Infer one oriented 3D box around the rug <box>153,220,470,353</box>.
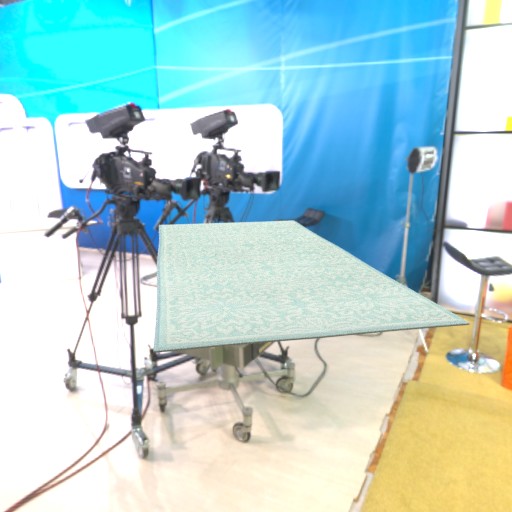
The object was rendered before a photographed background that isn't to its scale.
[{"bbox_3d":[0.000,0.000,1.385,0.604,0.007,1.219,-3,14,-11],"label":"rug"}]
